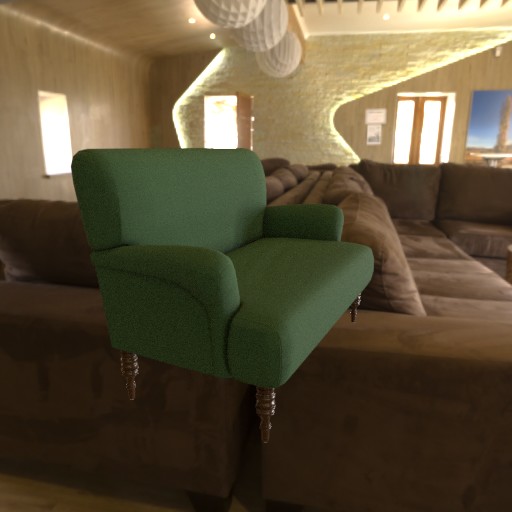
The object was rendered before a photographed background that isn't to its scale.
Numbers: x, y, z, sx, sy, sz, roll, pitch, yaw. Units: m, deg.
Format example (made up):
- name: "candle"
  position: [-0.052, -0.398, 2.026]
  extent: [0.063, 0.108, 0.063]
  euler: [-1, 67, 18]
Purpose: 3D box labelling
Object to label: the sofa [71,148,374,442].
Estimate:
- name: "sofa"
  position: [0.000, 0.000, 1.880]
  extent: [0.779, 0.889, 1.297]
  euler: [7, 15, 26]
